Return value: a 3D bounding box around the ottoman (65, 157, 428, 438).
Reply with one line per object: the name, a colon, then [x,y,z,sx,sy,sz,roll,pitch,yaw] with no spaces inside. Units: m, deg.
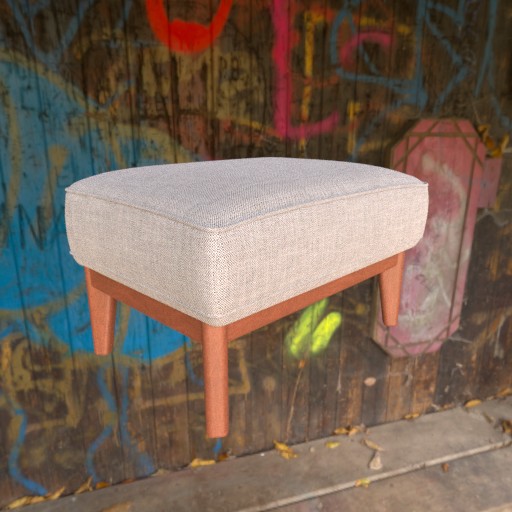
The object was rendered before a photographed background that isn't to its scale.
ottoman: [0.000,0.000,1.108,0.555,0.458,0.750,16,23,42]
